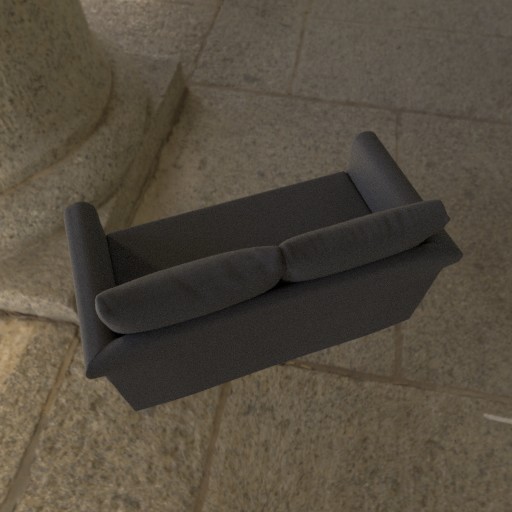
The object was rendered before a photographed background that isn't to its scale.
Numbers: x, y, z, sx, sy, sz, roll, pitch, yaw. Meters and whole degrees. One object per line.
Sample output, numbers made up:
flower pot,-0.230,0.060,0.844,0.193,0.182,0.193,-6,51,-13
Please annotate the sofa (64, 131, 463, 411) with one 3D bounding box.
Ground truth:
sofa,0.000,0.000,1.936,1.460,0.872,0.741,-16,58,-10
